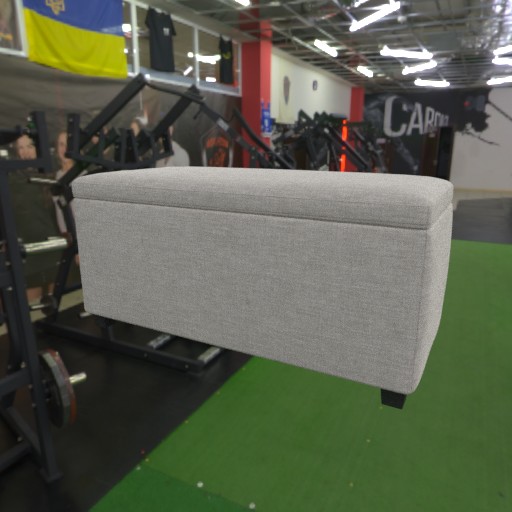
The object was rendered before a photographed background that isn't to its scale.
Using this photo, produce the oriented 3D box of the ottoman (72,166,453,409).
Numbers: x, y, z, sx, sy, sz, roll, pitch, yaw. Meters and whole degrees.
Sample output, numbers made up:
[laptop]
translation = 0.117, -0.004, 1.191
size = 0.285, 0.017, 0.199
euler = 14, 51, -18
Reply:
[ottoman]
translation = 0.000, 0.000, 1.155
size = 0.902, 0.432, 0.419
euler = 8, 17, 27
